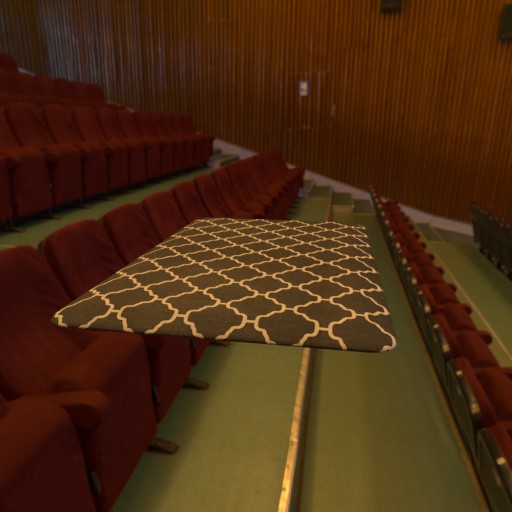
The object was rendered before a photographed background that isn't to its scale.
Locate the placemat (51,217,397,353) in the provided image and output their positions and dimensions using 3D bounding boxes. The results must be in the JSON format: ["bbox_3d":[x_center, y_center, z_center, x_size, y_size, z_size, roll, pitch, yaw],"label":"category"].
[{"bbox_3d":[0.000,0.000,0.964,0.508,0.021,0.762,3,17,10],"label":"placemat"}]
